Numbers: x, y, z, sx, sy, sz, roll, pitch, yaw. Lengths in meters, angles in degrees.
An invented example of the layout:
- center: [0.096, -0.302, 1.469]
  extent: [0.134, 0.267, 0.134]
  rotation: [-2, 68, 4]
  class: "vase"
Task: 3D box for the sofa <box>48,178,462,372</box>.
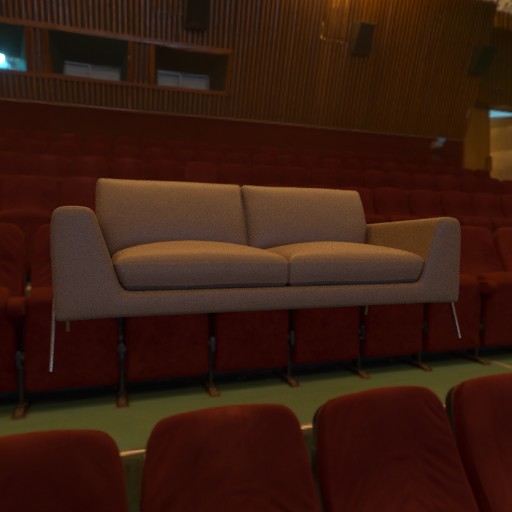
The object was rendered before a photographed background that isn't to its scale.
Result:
- center: [0.000, 0.000, 2.470]
  extent: [2.017, 0.875, 0.953]
  rotation: [0, 1, -19]
  class: "sofa"
